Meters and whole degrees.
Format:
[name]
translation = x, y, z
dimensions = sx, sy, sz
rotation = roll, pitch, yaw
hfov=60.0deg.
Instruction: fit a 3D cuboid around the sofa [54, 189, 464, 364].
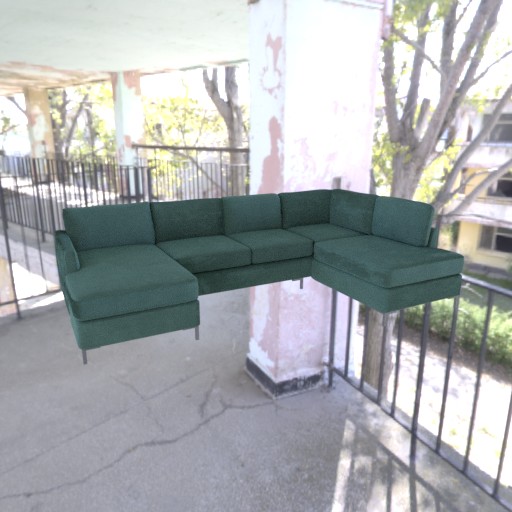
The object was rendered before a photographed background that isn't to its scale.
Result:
[sofa]
translation = 0.000, 0.000, 4.291
dimensions = 3.434, 0.992, 2.055
rotation = -8, 17, -27
